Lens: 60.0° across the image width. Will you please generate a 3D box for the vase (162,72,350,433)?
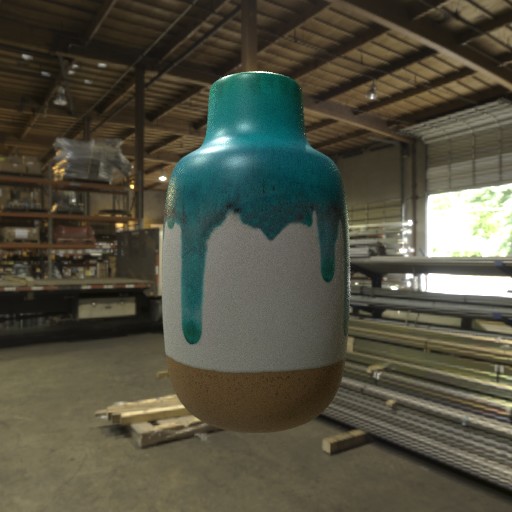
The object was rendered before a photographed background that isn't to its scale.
[{"bbox_3d":[0.000,0.000,0.255,0.106,0.192,0.106,0,0,0],"label":"vase"}]
